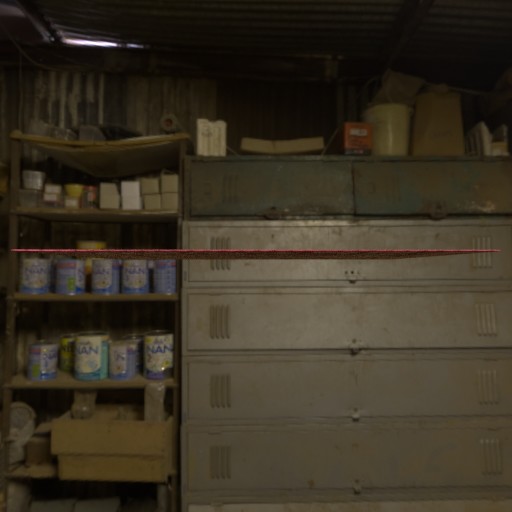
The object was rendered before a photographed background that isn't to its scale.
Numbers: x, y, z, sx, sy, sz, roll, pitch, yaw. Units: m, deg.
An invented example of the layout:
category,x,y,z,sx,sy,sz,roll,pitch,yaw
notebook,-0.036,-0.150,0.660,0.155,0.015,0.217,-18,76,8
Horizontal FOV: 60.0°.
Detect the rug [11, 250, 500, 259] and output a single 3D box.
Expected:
category,x,y,z,sx,sy,sz,roll,pitch,yaw
rug,0.000,0.000,2.764,2.184,0.007,1.579,0,-2,0
